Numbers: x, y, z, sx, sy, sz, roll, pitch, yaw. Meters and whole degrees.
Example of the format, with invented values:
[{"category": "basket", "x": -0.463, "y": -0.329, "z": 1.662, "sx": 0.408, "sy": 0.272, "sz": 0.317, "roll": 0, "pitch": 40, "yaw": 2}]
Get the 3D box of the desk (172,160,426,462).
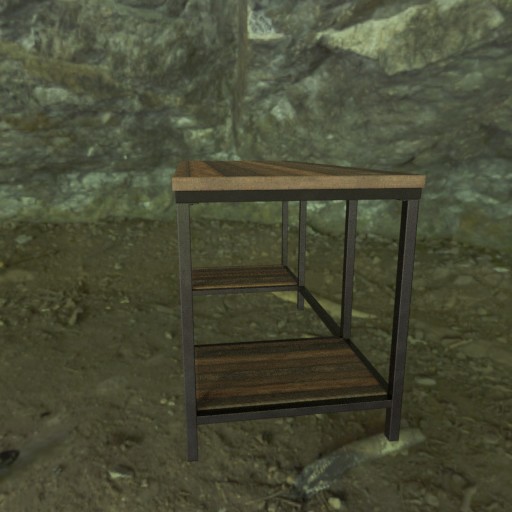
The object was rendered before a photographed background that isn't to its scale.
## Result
[{"category": "desk", "x": 0.000, "y": 0.000, "z": 1.877, "sx": 0.617, "sy": 0.753, "sz": 1.538, "roll": -2, "pitch": 14, "yaw": -8}]
